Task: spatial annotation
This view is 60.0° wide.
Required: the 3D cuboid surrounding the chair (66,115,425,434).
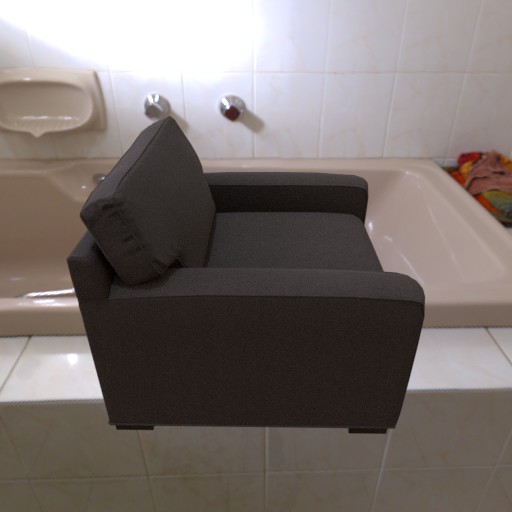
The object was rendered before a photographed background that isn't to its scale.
[{"bbox_3d":[0.000,0.000,1.782,1.043,0.913,0.997,0,32,1],"label":"chair"}]
